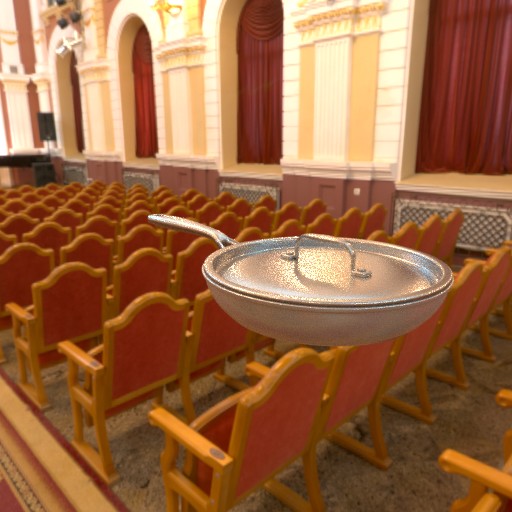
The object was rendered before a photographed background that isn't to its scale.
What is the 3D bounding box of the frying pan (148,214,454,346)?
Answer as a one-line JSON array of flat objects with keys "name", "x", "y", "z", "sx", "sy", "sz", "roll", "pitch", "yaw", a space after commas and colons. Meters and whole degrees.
[{"name": "frying pan", "x": 0.000, "y": 0.000, "z": 0.580, "sx": 0.272, "sy": 0.086, "sz": 0.490, "roll": -14, "pitch": 20, "yaw": -42}]
